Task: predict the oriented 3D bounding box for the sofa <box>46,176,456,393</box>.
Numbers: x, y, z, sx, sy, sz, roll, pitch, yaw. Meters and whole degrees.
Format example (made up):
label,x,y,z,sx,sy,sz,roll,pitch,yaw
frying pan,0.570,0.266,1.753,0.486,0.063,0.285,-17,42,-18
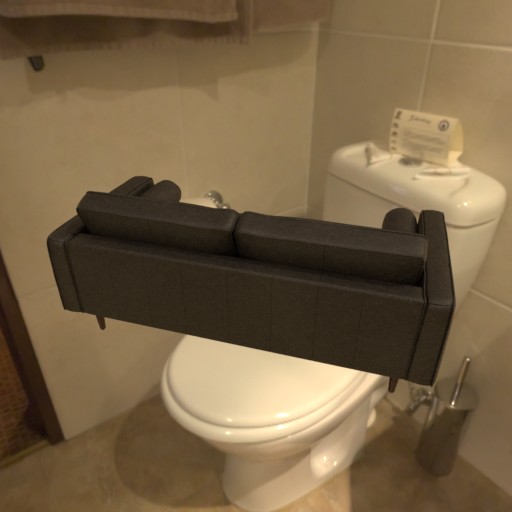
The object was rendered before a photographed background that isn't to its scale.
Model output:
label,x,y,z,sx,sy,sz,roll,pitch,yaw
sofa,0.000,0.000,2.354,1.879,0.770,0.921,9,32,14
